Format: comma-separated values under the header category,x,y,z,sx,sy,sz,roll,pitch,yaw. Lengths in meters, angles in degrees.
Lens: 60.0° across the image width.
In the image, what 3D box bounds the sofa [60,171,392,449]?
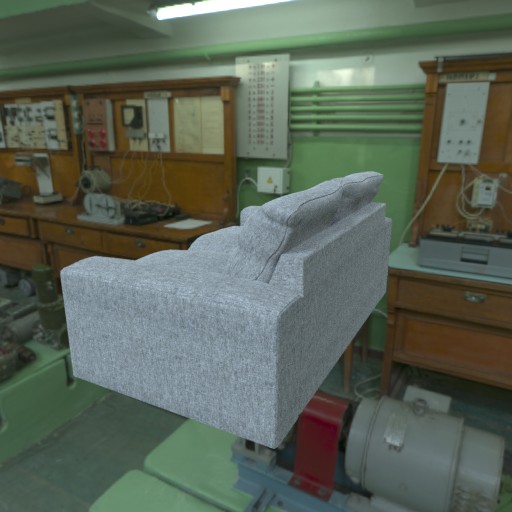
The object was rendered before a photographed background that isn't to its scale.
category,x,y,z,sx,sy,sz,roll,pitch,yaw
sofa,0.000,0.000,2.430,1.094,0.877,1.758,8,18,27
